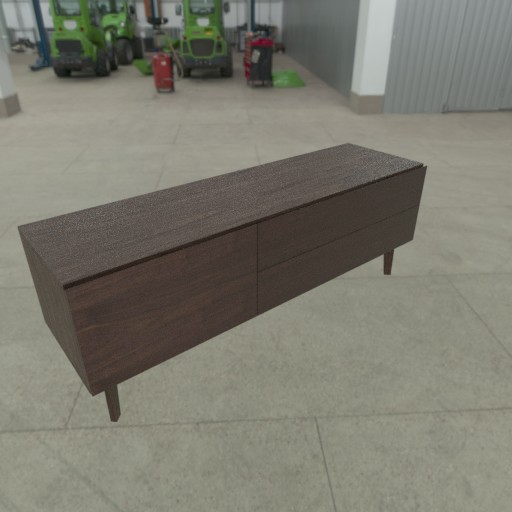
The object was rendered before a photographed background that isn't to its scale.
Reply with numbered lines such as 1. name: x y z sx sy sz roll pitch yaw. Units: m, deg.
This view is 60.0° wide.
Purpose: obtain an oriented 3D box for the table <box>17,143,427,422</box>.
1. table: 0.000 0.000 1.613 1.397 0.508 0.405 -21 36 -33
